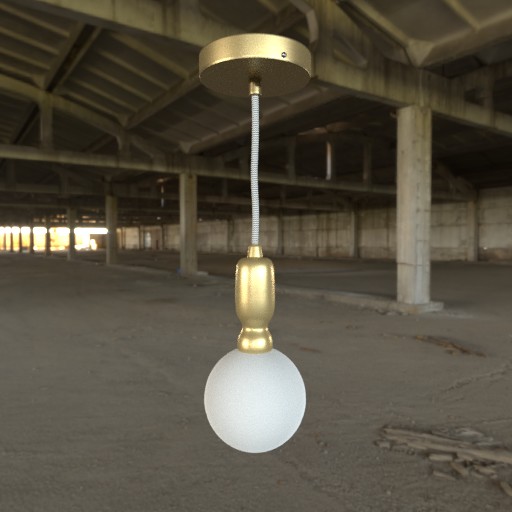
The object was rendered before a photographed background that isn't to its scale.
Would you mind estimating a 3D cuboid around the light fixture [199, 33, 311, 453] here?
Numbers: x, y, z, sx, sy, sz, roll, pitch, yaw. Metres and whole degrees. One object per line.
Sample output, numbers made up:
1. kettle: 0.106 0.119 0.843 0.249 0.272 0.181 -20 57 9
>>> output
1. light fixture: 0.000 0.000 0.582 0.146 0.510 0.147 -1 3 -35
